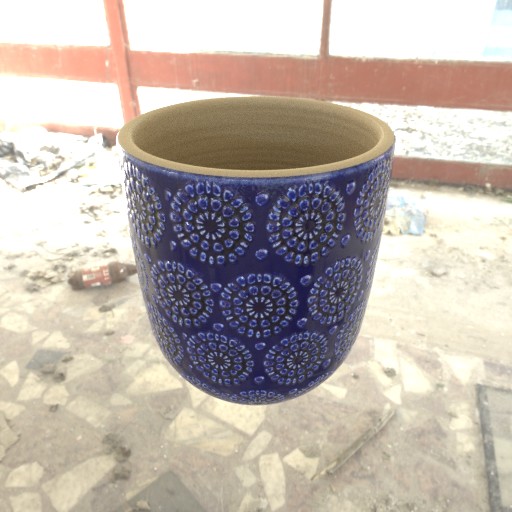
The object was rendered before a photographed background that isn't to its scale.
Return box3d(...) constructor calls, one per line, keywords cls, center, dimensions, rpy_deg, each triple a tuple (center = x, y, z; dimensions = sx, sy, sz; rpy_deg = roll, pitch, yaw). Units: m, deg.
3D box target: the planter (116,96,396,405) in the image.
box3d(cls="planter", center=(0.000, 0.000, 0.350), dimensions=(0.184, 0.206, 0.184), rpy_deg=(0, 32, 0))
